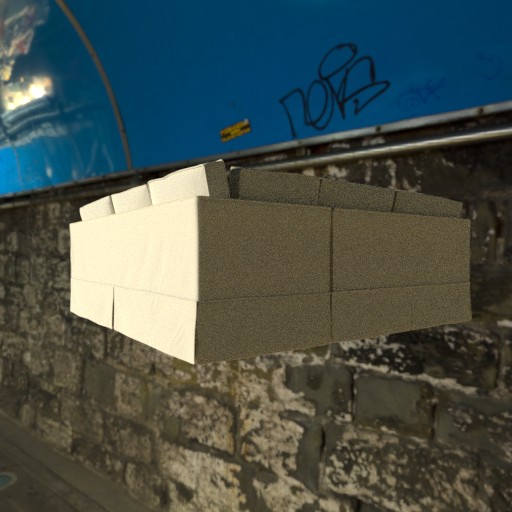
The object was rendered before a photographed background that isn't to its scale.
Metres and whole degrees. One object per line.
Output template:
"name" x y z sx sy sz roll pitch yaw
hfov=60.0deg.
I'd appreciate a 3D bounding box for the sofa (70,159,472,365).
"sofa" 0.000 0.000 3.961 2.591 1.070 2.597 0 0 -36
